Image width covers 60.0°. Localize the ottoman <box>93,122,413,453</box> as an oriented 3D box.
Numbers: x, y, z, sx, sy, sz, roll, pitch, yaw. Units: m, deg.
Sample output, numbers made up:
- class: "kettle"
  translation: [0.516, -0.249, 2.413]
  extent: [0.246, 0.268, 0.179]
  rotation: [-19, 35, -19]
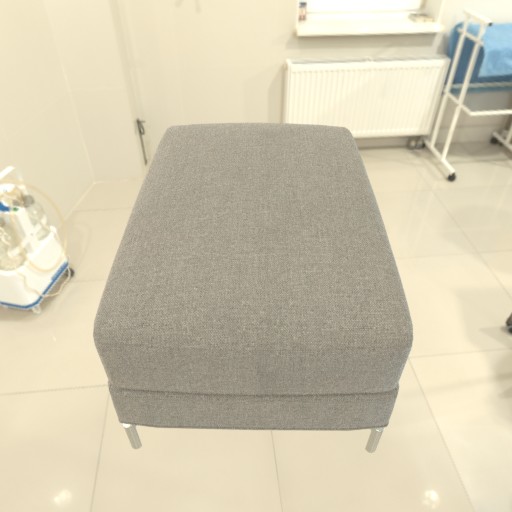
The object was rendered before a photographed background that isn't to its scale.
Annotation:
- class: "ottoman"
  translation: [0.000, 0.000, 1.151]
  extent: [0.584, 0.457, 0.838]
  rotation: [1, 42, 1]
